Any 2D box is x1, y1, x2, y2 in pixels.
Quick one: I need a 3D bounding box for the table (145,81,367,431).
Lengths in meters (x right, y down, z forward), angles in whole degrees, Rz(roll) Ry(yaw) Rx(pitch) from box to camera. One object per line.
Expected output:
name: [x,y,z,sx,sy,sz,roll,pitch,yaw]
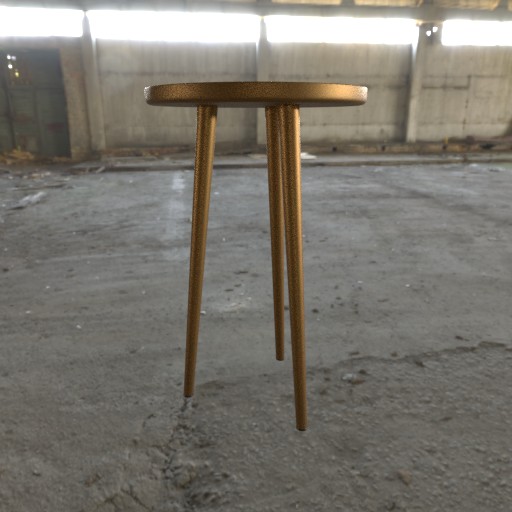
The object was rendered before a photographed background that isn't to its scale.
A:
table: [0.000,0.000,0.683,0.299,0.480,0.299,-3,18,-9]
